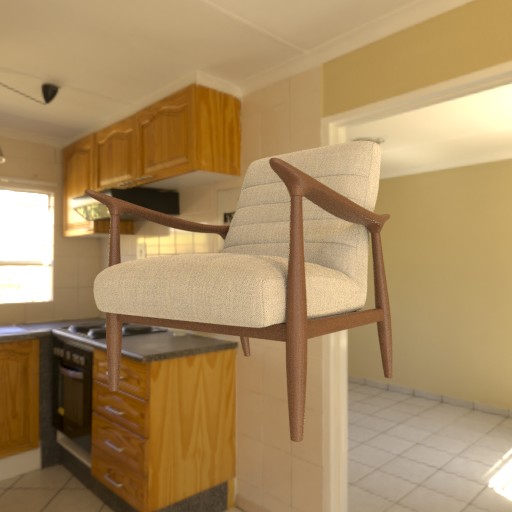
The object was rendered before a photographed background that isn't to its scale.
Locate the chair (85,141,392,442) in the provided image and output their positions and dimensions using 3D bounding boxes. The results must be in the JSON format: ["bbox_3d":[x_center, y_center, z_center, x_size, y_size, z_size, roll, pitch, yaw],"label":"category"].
[{"bbox_3d":[0.000,0.000,1.424,0.741,0.832,0.798,-1,-1,36],"label":"chair"}]
